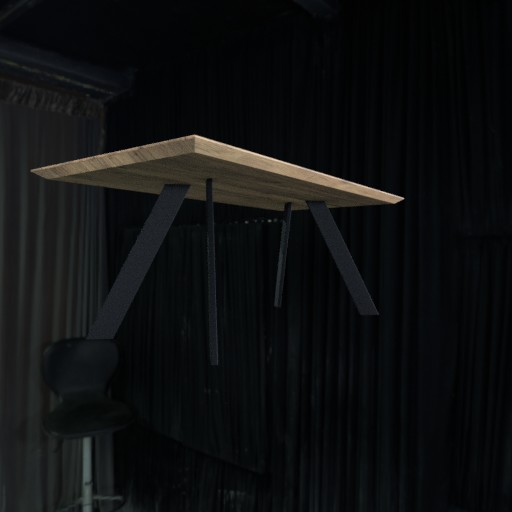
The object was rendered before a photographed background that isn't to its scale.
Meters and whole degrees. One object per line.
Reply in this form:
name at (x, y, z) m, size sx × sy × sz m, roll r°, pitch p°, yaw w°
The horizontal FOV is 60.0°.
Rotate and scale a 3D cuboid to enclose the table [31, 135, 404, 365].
table at (0.000, 0.000, 2.472) m, size 1.000 × 0.770 × 2.000 m, roll 0°, pitch 1°, yaw 36°
